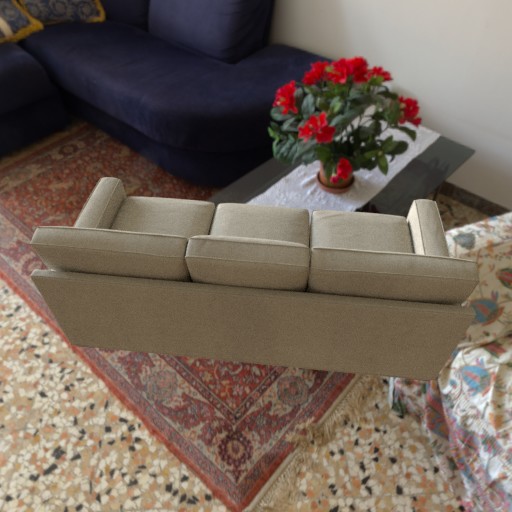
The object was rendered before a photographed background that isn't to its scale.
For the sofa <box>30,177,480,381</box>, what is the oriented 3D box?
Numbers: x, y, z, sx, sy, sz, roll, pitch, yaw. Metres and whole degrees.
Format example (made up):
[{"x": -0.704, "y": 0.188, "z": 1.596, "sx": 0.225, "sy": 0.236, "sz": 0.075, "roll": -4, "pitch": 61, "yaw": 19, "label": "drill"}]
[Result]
[{"x": 0.000, "y": 0.000, "z": 2.526, "sx": 2.093, "sy": 0.862, "sz": 0.936, "roll": 5, "pitch": 48, "yaw": 4, "label": "sofa"}]
